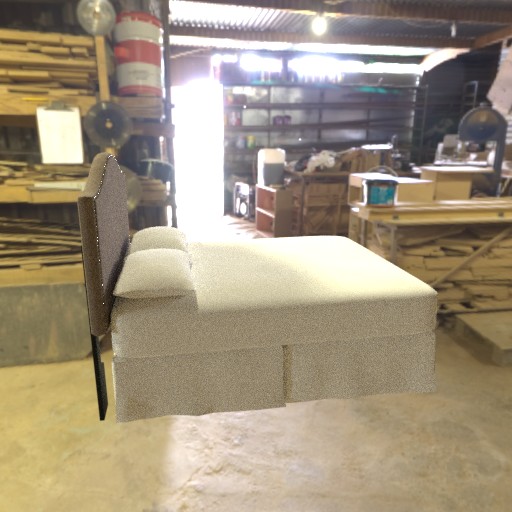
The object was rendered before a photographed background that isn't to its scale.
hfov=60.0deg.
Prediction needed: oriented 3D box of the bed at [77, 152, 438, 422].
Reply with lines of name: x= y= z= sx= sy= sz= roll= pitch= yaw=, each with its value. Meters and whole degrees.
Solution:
bed: x=0.000 y=0.000 z=3.304 sx=2.153 sy=1.518 sz=1.713 roll=-3 pitch=16 yaw=-10
